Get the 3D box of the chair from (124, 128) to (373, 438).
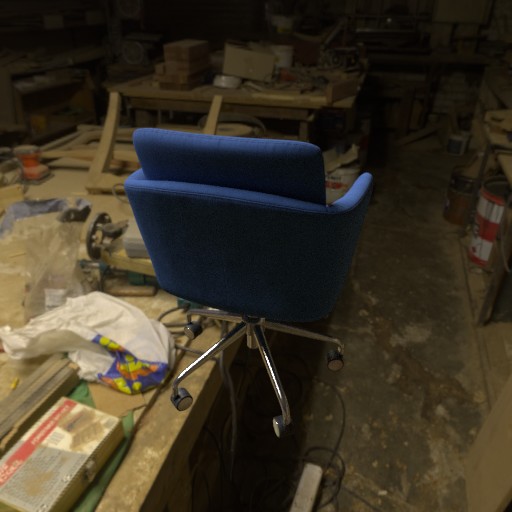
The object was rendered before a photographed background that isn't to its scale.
[{"bbox_3d":[0.000,0.000,1.401,0.641,0.908,0.635,9,32,15],"label":"chair"}]
